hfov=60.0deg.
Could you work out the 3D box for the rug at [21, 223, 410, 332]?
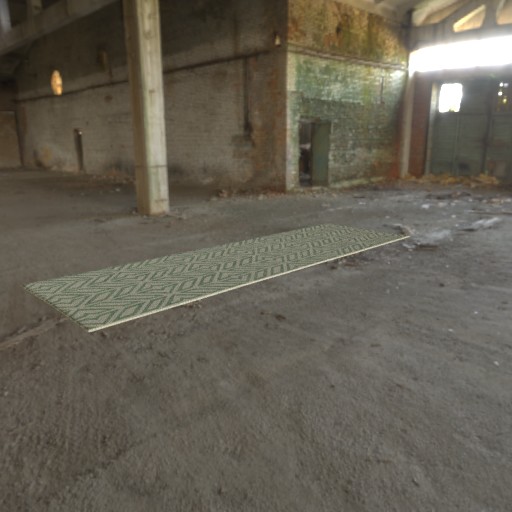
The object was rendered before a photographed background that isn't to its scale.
[{"bbox_3d":[0.000,0.000,2.697,2.435,0.009,0.750,-14,20,-43],"label":"rug"}]
